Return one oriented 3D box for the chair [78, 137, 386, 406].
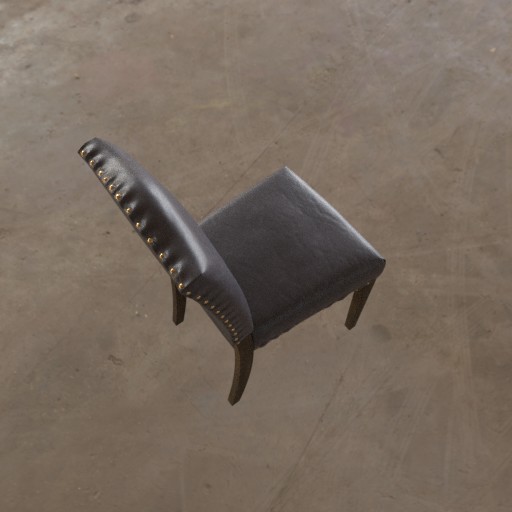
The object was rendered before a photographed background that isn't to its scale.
[{"bbox_3d":[0.000,0.000,1.327,0.633,0.991,0.500,-32,63,-19],"label":"chair"}]
